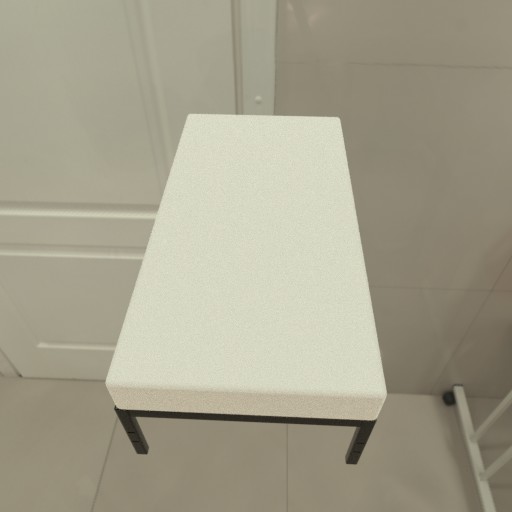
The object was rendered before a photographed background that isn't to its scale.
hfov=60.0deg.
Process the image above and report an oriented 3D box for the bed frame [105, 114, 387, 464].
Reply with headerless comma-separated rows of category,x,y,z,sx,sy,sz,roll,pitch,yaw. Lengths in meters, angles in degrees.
bed frame,0.000,0.000,2.457,1.023,0.659,1.950,2,46,2
